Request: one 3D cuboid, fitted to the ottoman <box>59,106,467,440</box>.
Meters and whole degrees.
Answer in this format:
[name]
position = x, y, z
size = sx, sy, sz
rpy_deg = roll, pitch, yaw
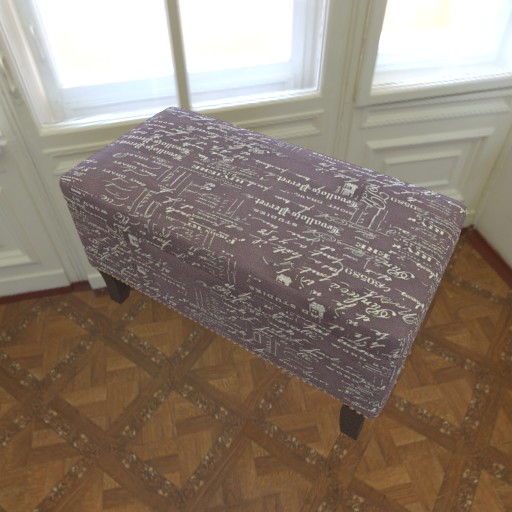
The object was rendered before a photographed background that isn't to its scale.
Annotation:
[ottoman]
position = 0.000, 0.000, 1.087
size = 0.813, 0.457, 0.406
rpy_deg = 24, 51, 22
